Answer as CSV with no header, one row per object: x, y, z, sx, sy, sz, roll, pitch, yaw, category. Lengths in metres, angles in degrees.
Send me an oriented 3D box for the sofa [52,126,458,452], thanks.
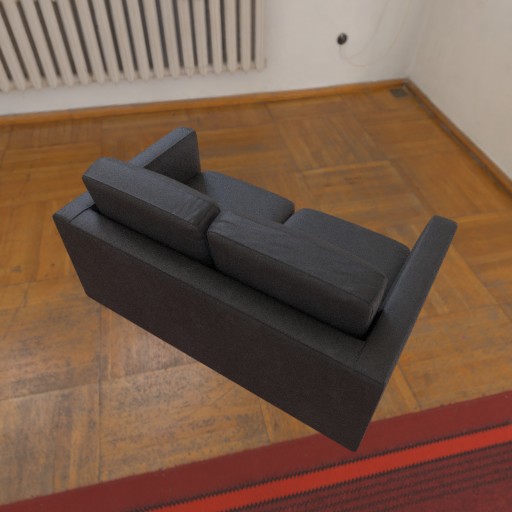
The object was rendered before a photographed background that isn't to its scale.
0.000,0.000,1.972,1.430,0.899,0.879,24,51,21,sofa
